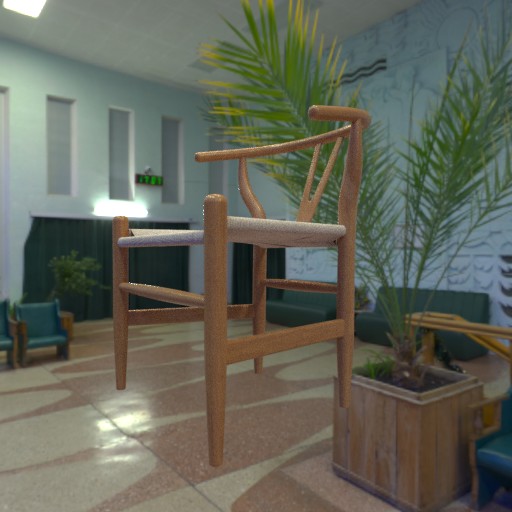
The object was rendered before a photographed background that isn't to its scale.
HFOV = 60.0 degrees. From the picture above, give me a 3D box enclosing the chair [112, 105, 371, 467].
[{"bbox_3d":[0.000,0.000,1.149,0.579,0.730,0.569,0,0,-35],"label":"chair"}]
